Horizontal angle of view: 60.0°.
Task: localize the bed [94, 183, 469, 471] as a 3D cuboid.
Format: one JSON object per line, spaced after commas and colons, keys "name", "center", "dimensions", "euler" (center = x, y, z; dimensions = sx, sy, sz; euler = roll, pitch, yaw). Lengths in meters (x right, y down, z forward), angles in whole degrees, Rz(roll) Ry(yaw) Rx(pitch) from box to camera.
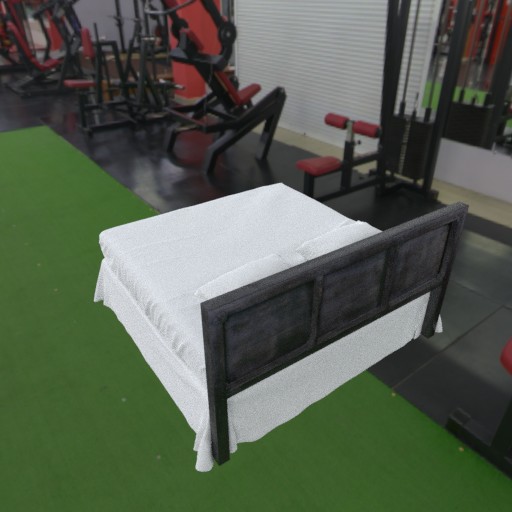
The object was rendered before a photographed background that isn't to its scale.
{"name": "bed", "center": [0.000, 0.000, 3.535], "dimensions": [2.255, 1.158, 2.165], "euler": [-20, 36, -29]}
